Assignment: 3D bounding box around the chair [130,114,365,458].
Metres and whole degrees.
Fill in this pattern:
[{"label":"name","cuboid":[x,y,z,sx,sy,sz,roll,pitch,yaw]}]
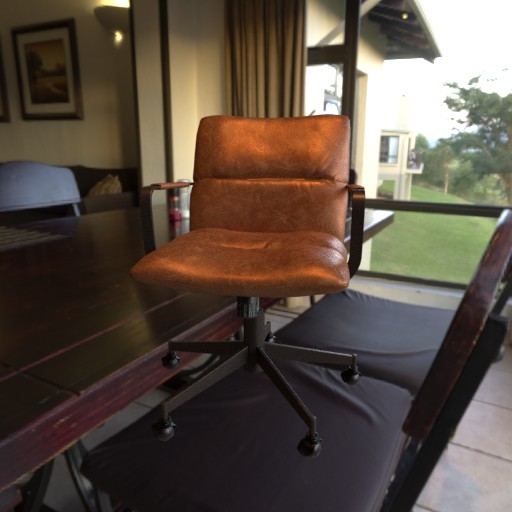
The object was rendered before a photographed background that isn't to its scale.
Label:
[{"label":"chair","cuboid":[0.000,0.000,1.447,0.727,0.922,0.754,2,14,9]}]
